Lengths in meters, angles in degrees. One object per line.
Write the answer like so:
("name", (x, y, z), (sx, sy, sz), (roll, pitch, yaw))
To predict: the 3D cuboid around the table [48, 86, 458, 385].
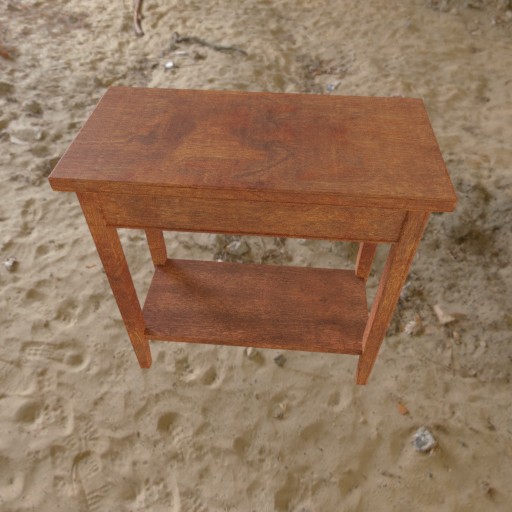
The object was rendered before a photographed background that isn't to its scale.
("table", (0.000, 0.000, 0.979), (0.610, 0.610, 0.305), (4, 47, 3))
